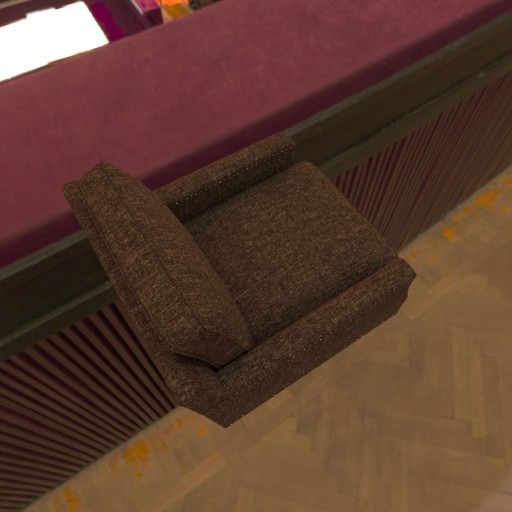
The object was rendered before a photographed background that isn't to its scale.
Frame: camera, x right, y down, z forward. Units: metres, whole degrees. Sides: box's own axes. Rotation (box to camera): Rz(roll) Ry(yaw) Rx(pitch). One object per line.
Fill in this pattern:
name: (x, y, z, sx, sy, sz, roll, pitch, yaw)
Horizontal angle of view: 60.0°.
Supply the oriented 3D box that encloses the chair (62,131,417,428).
chair: (0.000, 0.000, 1.721, 1.014, 0.943, 0.853, -29, 64, -16)
